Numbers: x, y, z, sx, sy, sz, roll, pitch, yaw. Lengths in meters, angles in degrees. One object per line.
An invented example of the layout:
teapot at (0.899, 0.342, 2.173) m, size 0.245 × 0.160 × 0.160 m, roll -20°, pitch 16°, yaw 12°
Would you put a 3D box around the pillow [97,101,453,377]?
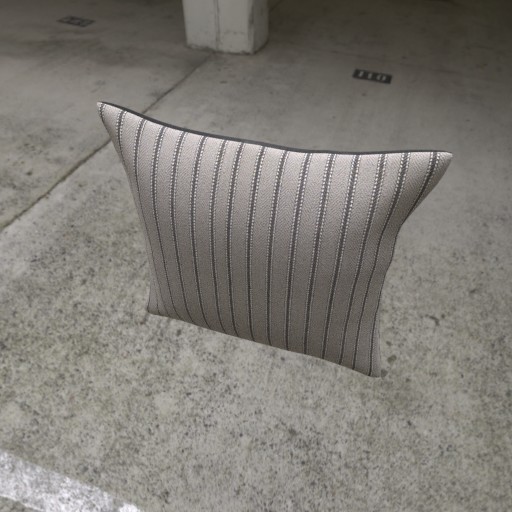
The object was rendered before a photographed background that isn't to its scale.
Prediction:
pillow at (0.000, 0.000, 0.694) m, size 0.468 × 0.444 × 0.138 m, roll 13°, pitch 45°, yaw 14°
